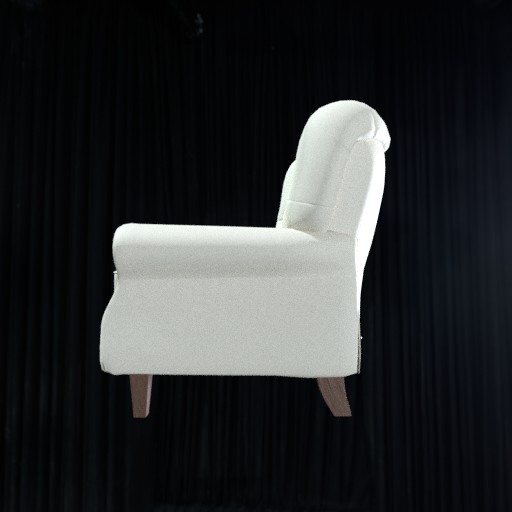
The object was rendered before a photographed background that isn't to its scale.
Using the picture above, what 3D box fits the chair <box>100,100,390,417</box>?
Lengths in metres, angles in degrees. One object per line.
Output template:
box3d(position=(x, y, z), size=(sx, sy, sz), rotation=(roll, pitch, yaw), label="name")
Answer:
box3d(position=(0.000, 0.000, 2.007), size=(1.132, 1.169, 1.035), rotation=(0, -1, 0), label="chair")
